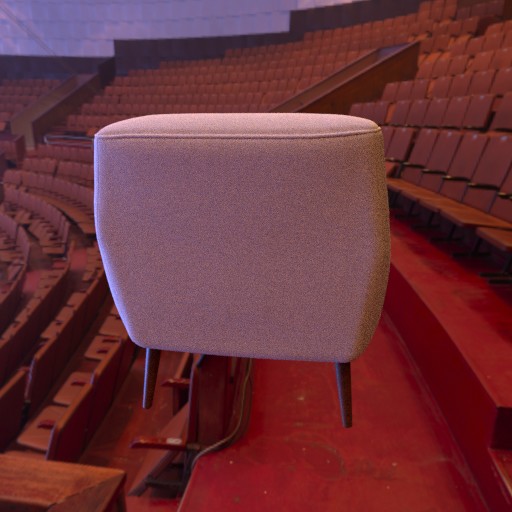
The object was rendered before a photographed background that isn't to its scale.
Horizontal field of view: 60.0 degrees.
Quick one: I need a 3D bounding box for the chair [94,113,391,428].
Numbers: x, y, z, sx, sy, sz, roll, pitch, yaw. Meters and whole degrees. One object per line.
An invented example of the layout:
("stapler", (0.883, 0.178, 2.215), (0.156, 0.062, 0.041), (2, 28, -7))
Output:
("chair", (0.000, 0.000, 1.395), (0.762, 0.838, 0.787), (2, 17, 8))
